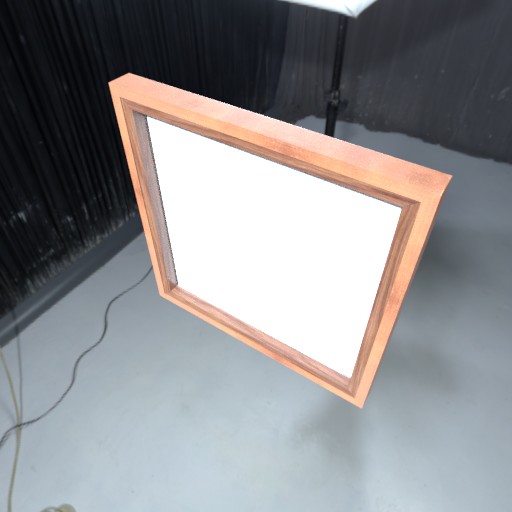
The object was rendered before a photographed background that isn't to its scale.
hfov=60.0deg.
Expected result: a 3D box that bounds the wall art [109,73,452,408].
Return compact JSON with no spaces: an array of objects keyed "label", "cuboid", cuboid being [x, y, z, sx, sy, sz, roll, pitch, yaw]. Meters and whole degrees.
[{"label":"wall art","cuboid":[0.000,0.000,0.612,0.403,0.403,0.035,25,50,23]}]
